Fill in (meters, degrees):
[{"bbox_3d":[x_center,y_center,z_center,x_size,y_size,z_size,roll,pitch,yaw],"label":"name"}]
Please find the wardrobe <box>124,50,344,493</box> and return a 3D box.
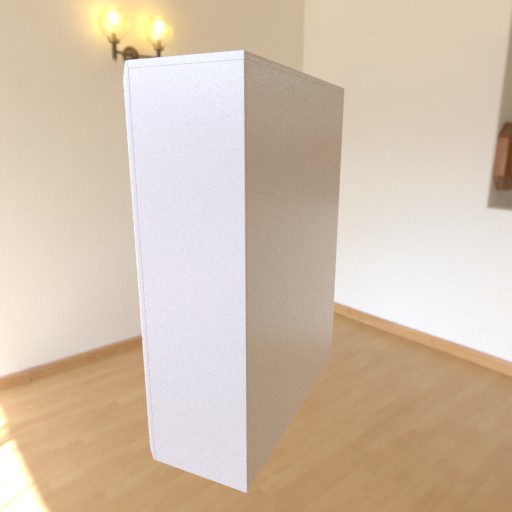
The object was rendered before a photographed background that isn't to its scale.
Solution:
[{"bbox_3d":[0.000,0.000,1.596,0.360,1.200,0.900,7,17,24],"label":"wardrobe"}]
